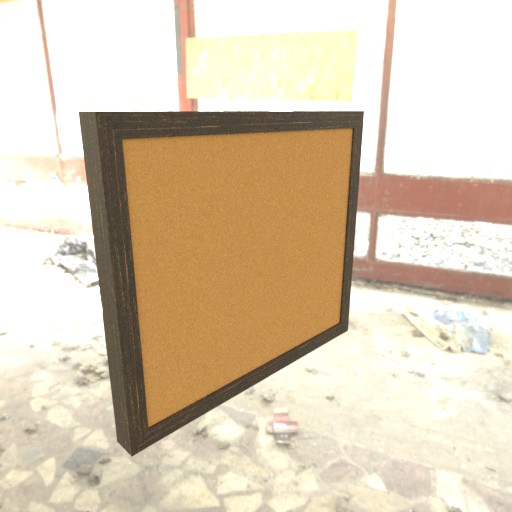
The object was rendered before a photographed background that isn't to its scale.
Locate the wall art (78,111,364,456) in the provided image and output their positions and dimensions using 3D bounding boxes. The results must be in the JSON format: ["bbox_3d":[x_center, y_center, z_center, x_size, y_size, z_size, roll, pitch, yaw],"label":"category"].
[{"bbox_3d":[0.000,0.000,0.532,0.381,0.330,0.031,-17,25,-42],"label":"wall art"}]
